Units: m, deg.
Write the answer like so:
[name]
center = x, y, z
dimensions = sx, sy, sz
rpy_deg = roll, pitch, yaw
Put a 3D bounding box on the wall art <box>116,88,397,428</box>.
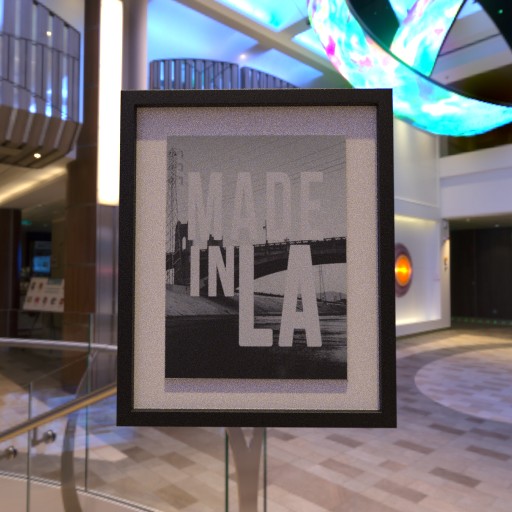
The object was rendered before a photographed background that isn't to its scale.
[wall art]
center = 0.000, 0.000, 0.744
dimensions = 0.457, 0.559, 0.028
rpy_deg = 0, -2, 1
